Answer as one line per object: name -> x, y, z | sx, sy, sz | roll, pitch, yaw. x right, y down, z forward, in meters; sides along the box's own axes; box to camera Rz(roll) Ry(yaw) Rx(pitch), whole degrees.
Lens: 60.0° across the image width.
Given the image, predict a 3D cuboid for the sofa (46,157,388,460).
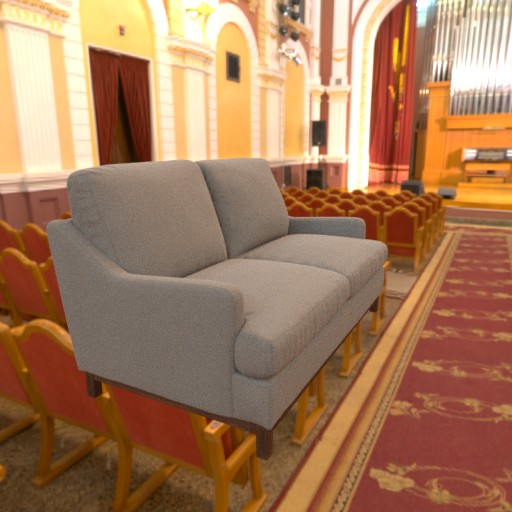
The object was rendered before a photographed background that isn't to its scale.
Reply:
sofa -> 0.000, 0.000, 2.173 | 0.987, 0.921, 1.589 | 7, 16, 27
